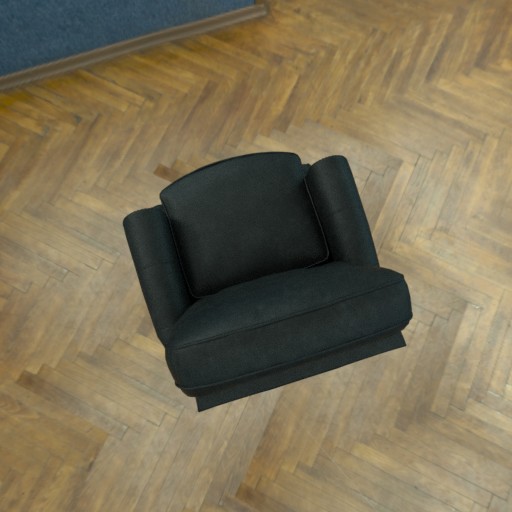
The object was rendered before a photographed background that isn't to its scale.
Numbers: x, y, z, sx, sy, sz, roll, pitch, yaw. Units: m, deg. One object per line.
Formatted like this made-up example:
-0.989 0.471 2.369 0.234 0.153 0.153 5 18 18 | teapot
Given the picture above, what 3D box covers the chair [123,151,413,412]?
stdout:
0.000 0.000 1.777 0.936 1.018 0.986 -16 76 -4 | chair
